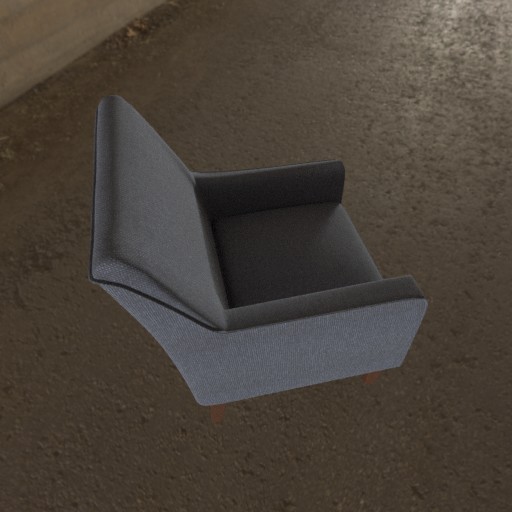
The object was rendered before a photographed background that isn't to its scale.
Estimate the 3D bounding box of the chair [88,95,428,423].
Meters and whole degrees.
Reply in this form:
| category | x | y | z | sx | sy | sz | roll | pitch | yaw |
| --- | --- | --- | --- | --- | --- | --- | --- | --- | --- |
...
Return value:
| category | x | y | z | sx | sy | sz | roll | pitch | yaw |
| --- | --- | --- | --- | --- | --- | --- | --- | --- | --- |
| chair | 0.000 | 0.000 | 1.567 | 0.899 | 0.919 | 0.780 | -9 | 48 | -8 |
